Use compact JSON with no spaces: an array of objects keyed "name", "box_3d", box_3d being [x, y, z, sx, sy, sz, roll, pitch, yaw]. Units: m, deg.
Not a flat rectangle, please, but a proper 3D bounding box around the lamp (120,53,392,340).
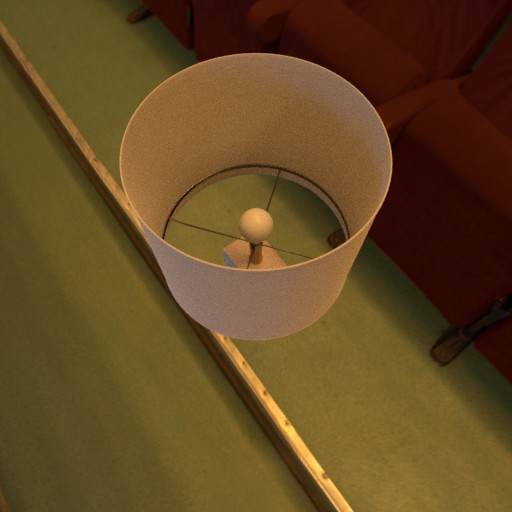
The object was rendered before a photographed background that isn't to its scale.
[{"name":"lamp","box_3d":[0.000,0.000,0.561,0.229,0.417,0.229,-34,69,-15]}]
